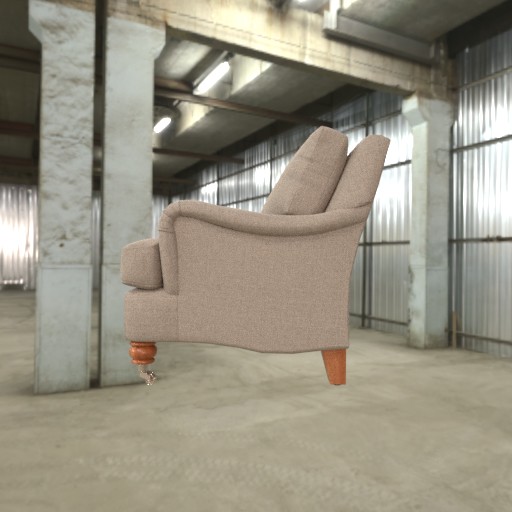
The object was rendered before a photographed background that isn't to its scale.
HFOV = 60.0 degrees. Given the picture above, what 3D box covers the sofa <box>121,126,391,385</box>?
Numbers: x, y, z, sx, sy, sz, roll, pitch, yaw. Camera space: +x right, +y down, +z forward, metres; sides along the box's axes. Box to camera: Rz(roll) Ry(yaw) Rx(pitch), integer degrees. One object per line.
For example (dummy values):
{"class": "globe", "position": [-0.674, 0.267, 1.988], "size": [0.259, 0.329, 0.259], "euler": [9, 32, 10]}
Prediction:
{"class": "sofa", "position": [0.000, 0.000, 2.769], "size": [1.087, 1.054, 2.160], "euler": [0, -1, 1]}
